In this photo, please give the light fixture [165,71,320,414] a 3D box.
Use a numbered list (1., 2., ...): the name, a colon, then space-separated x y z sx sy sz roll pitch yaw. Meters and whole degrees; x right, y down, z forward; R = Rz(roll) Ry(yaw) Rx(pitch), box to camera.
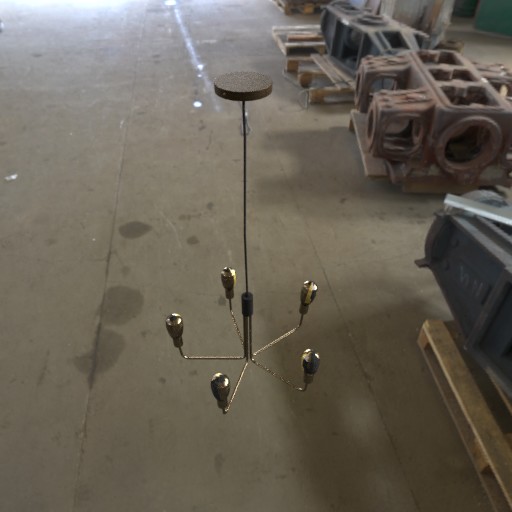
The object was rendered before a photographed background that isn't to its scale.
1. light fixture: 0.000 0.000 1.364 0.532 1.059 0.588 26 47 27
